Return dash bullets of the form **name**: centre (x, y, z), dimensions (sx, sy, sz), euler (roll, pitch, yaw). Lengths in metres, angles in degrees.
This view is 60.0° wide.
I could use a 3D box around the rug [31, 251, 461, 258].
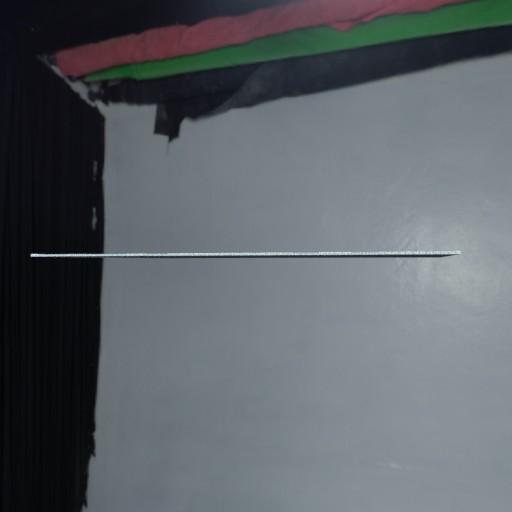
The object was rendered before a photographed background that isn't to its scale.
- **rug**: centre (0.000, 0.000, 3.059), dimensions (2.438, 0.015, 1.518), euler (0, -1, 20)
